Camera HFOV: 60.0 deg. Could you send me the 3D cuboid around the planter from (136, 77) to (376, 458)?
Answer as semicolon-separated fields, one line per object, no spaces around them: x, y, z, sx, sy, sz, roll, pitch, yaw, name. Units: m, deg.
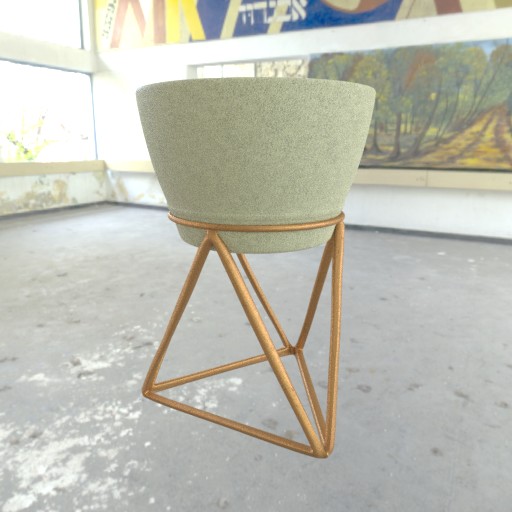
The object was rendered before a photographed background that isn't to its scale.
0.000;0.000;0.728;0.350;0.504;0.350;8;16;27;planter
